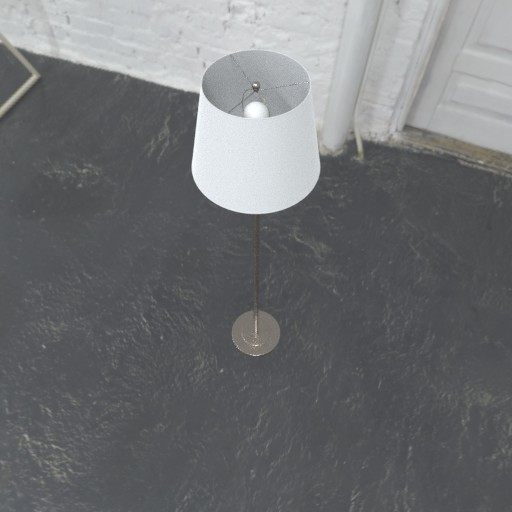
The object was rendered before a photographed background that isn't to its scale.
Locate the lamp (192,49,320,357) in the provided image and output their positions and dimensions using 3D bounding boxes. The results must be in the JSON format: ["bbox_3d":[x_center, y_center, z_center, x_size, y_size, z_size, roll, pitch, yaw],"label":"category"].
[{"bbox_3d":[0.000,0.000,1.631,0.355,1.473,0.355,0,57,0],"label":"lamp"}]
